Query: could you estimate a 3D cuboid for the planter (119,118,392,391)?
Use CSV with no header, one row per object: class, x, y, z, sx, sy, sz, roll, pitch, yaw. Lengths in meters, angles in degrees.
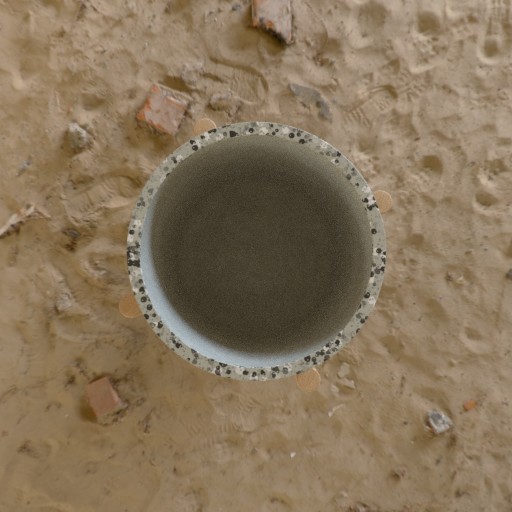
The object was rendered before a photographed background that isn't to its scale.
planter,0.000,0.000,0.538,0.284,0.320,0.284,0,88,0
